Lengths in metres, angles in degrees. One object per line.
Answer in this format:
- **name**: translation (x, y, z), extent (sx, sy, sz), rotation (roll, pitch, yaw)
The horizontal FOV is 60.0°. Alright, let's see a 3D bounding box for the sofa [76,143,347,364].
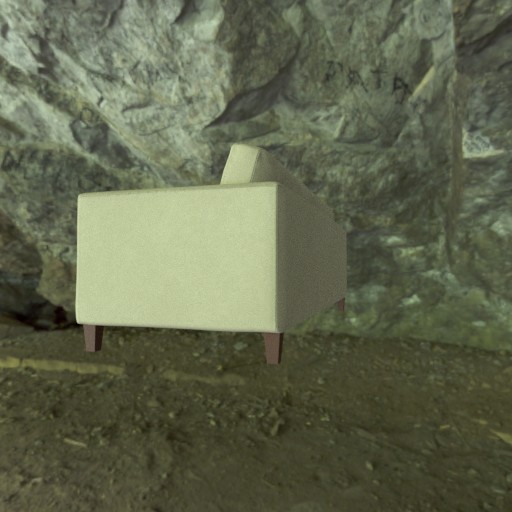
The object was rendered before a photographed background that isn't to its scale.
- **sofa**: translation (0.000, 0.000, 2.967), extent (0.988, 0.912, 2.404), rotation (0, -2, 18)
